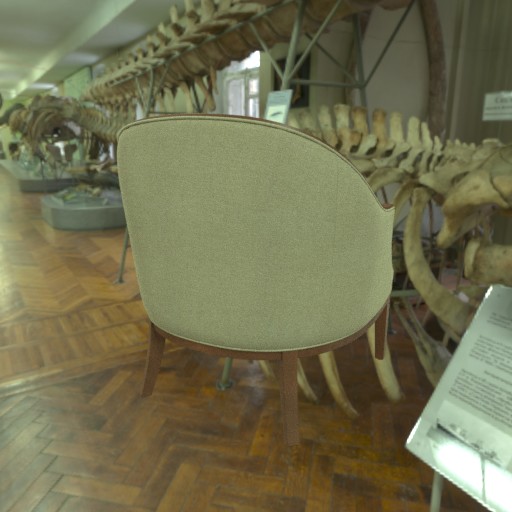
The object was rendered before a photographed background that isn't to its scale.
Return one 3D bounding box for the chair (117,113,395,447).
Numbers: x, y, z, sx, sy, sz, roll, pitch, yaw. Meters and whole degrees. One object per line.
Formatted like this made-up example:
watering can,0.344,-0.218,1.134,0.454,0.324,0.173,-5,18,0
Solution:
chair,0.000,0.000,1.473,0.803,0.876,0.735,8,17,26
